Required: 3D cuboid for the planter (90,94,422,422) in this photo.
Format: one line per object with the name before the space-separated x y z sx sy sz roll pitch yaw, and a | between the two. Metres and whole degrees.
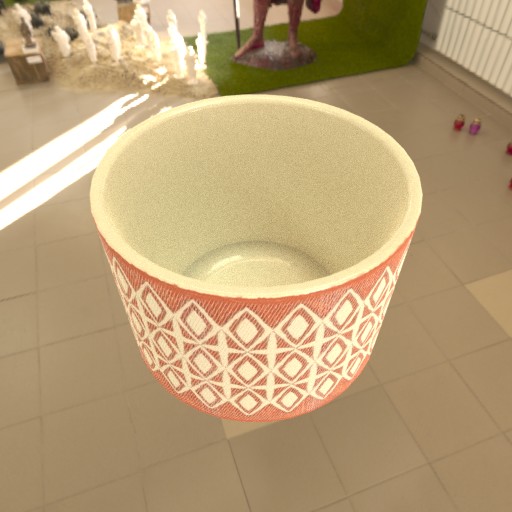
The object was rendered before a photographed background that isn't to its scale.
planter | 0.000 0.000 0.316 0.192 0.148 0.192 0 46 0
